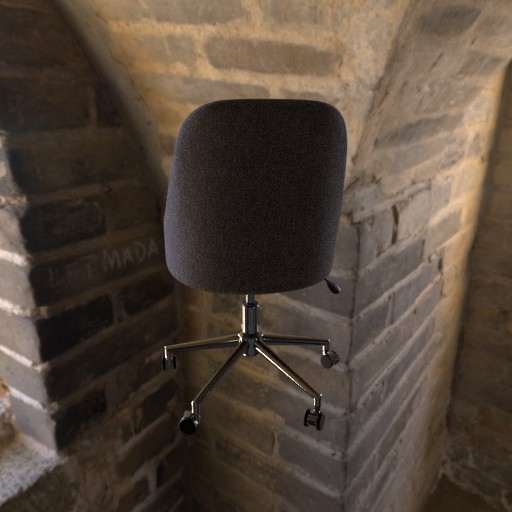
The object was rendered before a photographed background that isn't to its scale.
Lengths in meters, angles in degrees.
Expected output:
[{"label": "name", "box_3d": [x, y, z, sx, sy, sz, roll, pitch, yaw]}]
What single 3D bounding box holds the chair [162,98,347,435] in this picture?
[{"label": "chair", "box_3d": [0.000, 0.000, 1.478, 0.671, 0.950, 0.712, -3, 16, -9]}]
